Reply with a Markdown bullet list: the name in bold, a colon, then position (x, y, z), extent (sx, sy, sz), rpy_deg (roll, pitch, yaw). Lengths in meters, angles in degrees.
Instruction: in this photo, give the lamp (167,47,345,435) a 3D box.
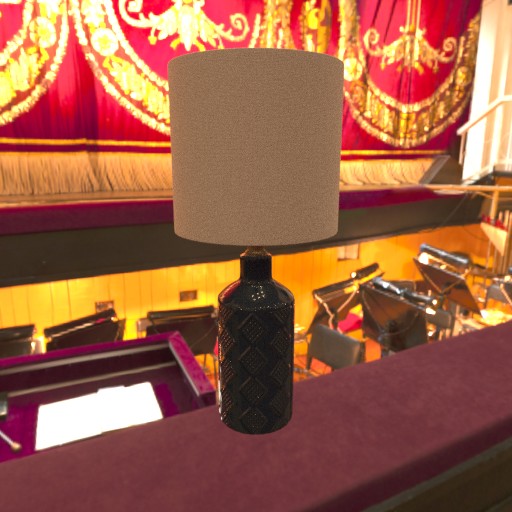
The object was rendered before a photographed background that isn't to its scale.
- **lamp**: position (0.000, 0.000, 0.579), extent (0.207, 0.461, 0.207), rpy_deg (-6, 15, -26)
